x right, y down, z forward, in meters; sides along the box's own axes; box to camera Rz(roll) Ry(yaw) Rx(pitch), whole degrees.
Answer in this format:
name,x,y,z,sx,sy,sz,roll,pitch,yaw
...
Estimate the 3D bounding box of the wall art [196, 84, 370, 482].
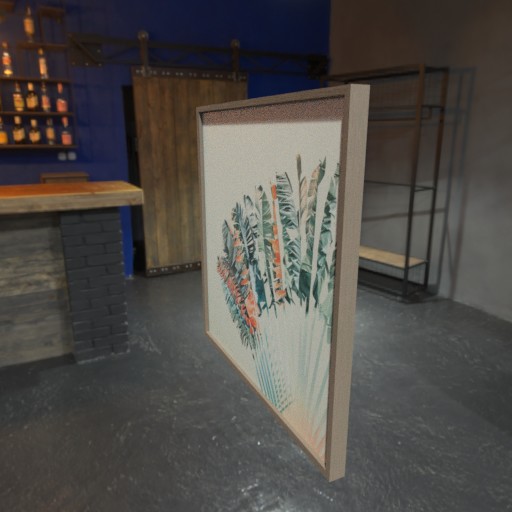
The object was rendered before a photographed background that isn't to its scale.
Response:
name,x,y,z,sx,sy,sz,roll,pitch,yaw
wall art,0.000,0.000,1.136,0.038,0.758,0.761,-7,17,-25
